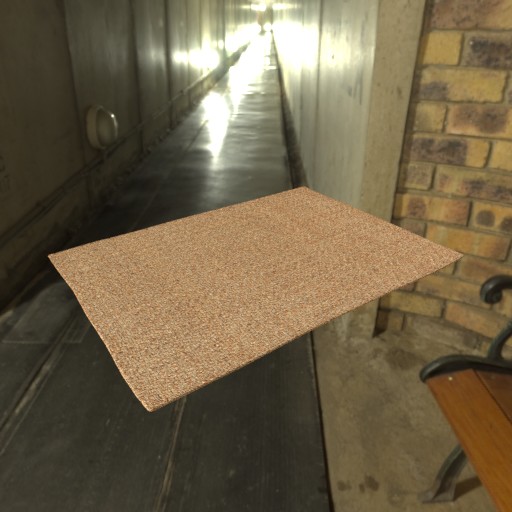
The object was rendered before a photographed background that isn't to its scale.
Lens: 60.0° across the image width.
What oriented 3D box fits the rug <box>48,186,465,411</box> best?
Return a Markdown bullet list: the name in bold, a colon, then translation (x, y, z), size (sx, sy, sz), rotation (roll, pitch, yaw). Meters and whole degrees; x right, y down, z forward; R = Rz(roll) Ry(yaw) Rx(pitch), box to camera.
- **rug**: translation (0.000, 0.000, 2.793), size (2.141, 0.013, 1.566), rotation (-20, 35, -31)
